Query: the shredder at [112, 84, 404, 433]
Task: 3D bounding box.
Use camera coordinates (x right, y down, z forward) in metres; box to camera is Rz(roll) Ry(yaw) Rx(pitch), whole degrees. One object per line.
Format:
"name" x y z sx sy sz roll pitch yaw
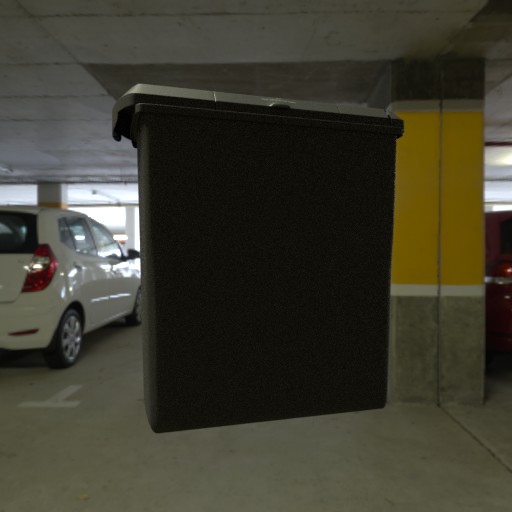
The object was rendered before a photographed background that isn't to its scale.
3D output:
"shredder" 0.000 0.000 0.520 0.320 0.335 0.170 0 0 -16
